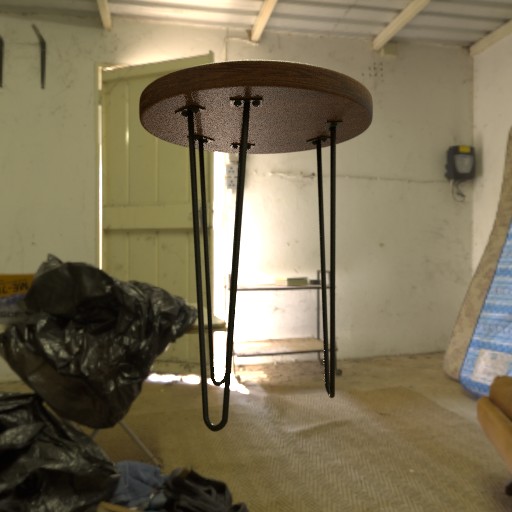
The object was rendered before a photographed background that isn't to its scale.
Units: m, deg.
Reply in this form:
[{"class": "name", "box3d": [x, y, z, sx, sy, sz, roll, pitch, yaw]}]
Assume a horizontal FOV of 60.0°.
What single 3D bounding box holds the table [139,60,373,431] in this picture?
[{"class": "table", "box3d": [0.000, 0.000, 0.784, 0.400, 0.520, 0.400, 0, 0, 0]}]
